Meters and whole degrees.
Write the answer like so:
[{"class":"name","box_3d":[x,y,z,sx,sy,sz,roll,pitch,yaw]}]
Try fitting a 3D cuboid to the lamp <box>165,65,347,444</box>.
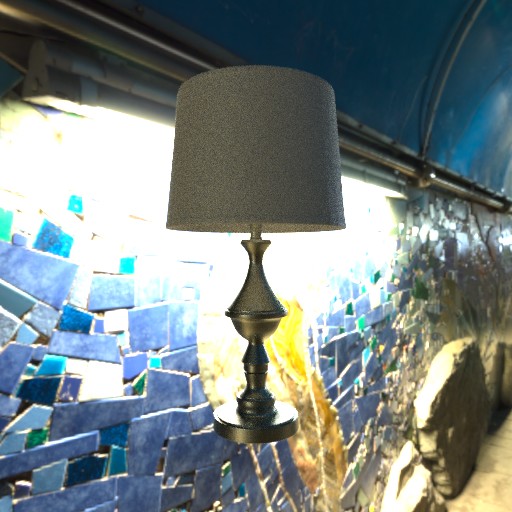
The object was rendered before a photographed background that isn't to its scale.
[{"class":"lamp","box_3d":[0.000,0.000,0.955,0.383,0.733,0.383,0,0,0]}]
